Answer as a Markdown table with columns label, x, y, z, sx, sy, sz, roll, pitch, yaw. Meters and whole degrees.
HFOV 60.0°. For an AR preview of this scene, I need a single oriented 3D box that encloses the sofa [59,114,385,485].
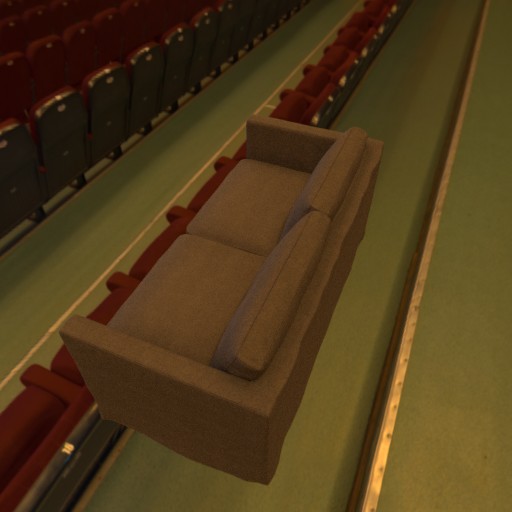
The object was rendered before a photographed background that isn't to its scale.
| label | x | y | z | sx | sy | sz | roll | pitch | yaw |
| --- | --- | --- | --- | --- | --- | --- | --- | --- | --- |
| sofa | 0.000 | 0.000 | 2.468 | 0.953 | 0.855 | 1.982 | 17 | 48 | 16 |
